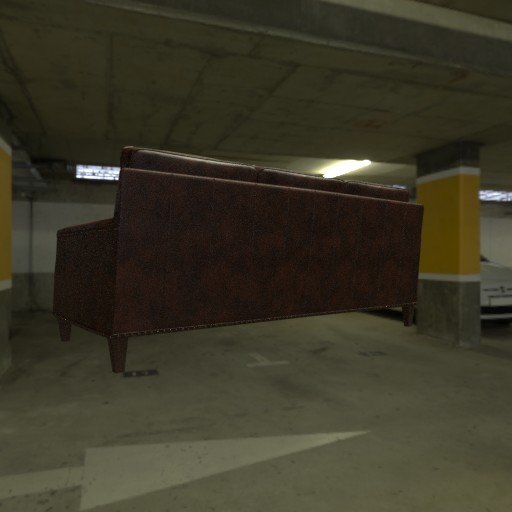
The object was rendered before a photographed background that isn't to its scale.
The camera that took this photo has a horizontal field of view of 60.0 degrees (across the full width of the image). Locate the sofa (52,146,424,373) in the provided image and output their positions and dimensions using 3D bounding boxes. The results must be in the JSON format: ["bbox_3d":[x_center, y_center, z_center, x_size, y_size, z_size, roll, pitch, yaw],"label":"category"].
[{"bbox_3d":[0.000,0.000,2.868,2.240,1.003,1.084,0,0,-37],"label":"sofa"}]
